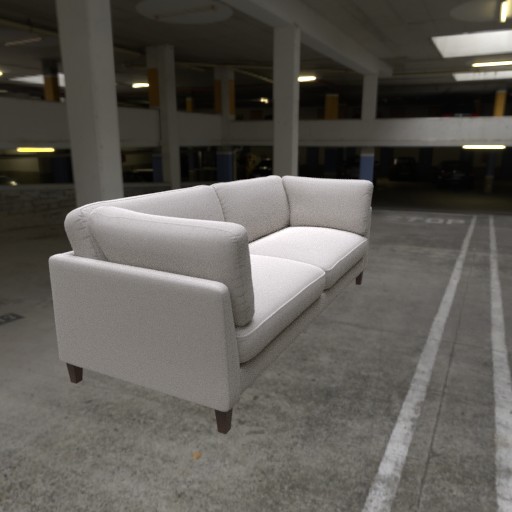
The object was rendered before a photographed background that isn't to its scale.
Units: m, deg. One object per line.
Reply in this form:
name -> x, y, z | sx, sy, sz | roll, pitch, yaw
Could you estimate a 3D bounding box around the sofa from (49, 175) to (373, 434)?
sofa -> 0.000, 0.000, 2.769 | 0.957, 0.863, 2.301 | 7, 16, 26
